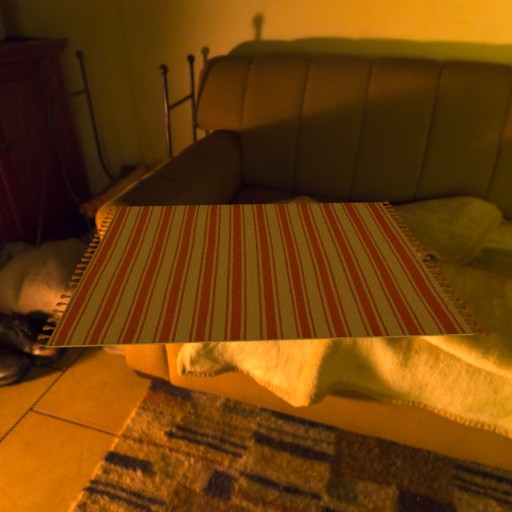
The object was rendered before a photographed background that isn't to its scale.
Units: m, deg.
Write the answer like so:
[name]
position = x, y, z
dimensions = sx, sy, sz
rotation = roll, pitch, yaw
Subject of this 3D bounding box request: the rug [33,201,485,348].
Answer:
[rug]
position = 0.000, 0.000, 4.324
dimensions = 3.369, 0.035, 2.451
rotation = -1, 31, -2
